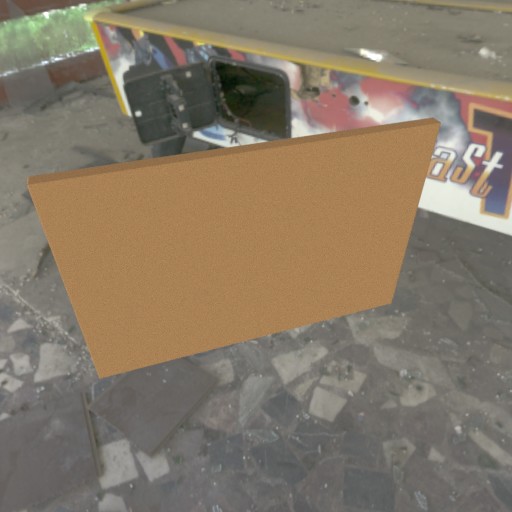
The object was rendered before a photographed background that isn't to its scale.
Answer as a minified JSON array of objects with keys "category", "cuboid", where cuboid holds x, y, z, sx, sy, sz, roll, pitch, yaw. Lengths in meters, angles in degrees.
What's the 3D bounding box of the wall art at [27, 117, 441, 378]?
[{"category":"wall art","cuboid":[0.000,0.000,1.146,0.915,0.608,0.033,-12,41,-14]}]
